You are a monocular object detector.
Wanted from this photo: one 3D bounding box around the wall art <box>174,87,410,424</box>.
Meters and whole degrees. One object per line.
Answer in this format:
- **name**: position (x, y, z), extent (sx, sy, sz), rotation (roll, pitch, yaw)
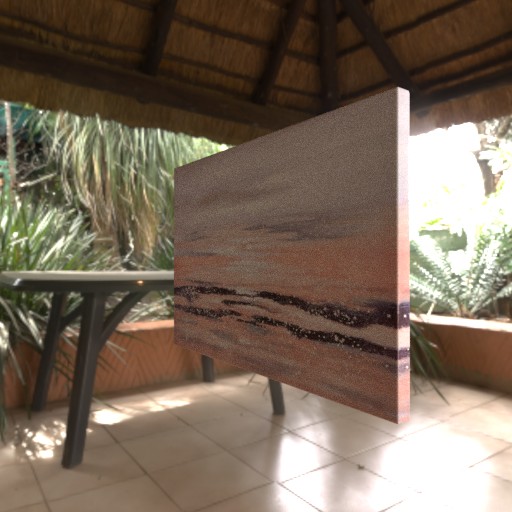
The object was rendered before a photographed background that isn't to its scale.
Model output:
- **wall art**: position (0.000, 0.000, 1.175), extent (0.038, 0.609, 0.913), rotation (0, 0, -36)
